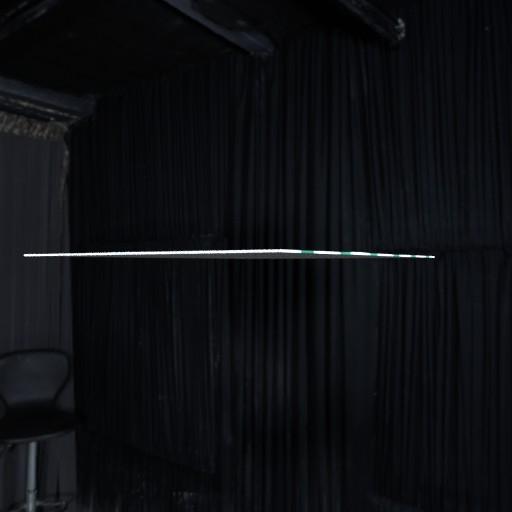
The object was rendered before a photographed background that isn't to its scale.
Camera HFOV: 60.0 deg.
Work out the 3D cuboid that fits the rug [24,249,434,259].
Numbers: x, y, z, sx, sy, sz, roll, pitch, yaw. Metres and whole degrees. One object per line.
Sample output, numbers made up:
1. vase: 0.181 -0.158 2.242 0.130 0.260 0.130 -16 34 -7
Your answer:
1. rug: 0.000 0.000 4.097 2.434 0.019 3.041 -1 -1 35
